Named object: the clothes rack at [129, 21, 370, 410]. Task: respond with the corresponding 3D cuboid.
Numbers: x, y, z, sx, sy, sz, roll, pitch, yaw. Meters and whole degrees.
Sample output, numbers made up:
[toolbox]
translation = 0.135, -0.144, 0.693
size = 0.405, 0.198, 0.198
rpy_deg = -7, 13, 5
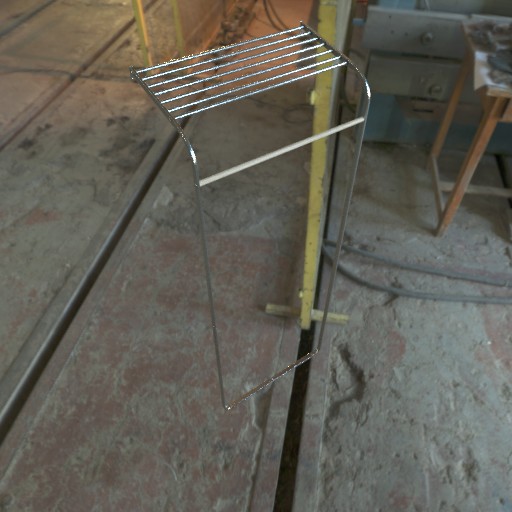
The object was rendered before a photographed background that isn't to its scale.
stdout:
[clothes rack]
translation = 0.000, 0.000, 1.804
size = 0.609, 1.574, 0.349
rpy_deg = -26, 52, -22
